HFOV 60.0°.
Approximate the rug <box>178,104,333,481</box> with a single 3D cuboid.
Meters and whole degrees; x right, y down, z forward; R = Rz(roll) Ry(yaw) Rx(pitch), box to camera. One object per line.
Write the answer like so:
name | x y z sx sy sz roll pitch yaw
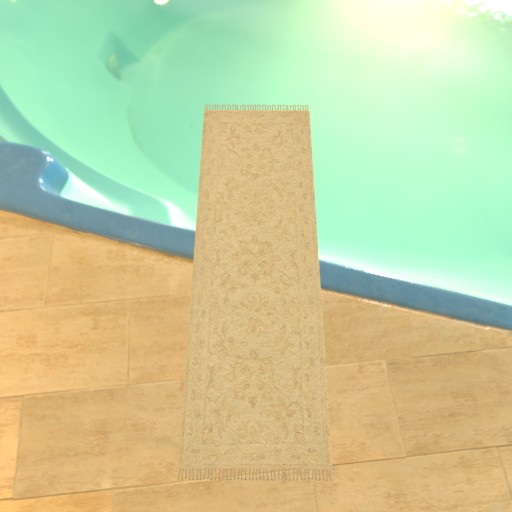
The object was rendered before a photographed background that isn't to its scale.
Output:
rug | 0.000 0.000 2.813 0.795 0.015 2.544 0 64 0
